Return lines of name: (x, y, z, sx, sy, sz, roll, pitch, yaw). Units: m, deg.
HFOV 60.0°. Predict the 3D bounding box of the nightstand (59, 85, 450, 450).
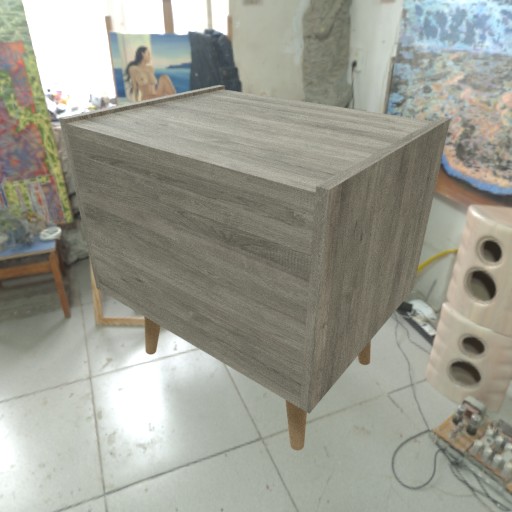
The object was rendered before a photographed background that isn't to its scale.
nightstand: (0.000, 0.000, 0.817, 0.480, 0.500, 0.380, 22, 37, 32)
